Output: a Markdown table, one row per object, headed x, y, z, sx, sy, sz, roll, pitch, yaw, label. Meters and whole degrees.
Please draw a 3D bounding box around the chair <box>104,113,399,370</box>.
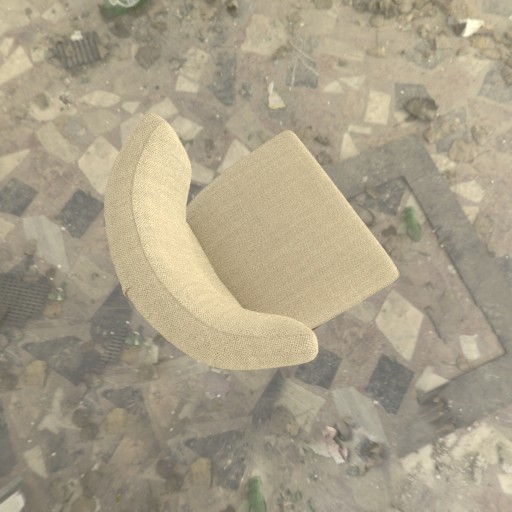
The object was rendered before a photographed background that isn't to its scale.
| x | y | z | sx | sy | sz | roll | pitch | yaw | label |
| --- | --- | --- | --- | --- | --- | --- | --- | --- | --- |
| 0.000 | 0.000 | 1.257 | 0.617 | 0.824 | 0.611 | -33 | 78 | -8 | chair |
